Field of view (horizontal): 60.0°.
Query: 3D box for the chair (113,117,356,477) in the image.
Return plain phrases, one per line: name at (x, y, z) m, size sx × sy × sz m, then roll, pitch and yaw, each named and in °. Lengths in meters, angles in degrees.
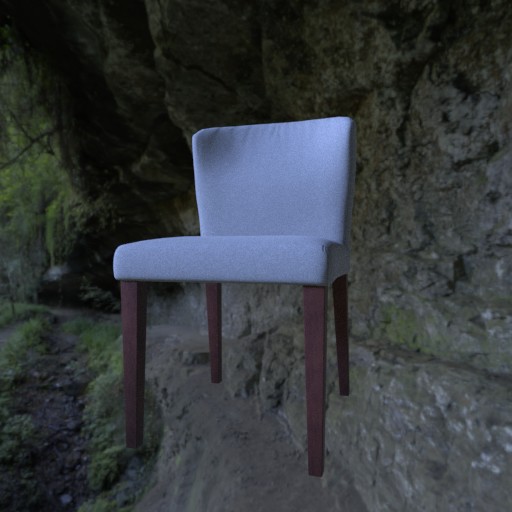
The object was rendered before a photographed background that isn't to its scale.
chair at (0.000, 0.000, 1.165) m, size 0.491 × 0.839 × 0.592 m, roll 0°, pitch 1°, yaw 17°
